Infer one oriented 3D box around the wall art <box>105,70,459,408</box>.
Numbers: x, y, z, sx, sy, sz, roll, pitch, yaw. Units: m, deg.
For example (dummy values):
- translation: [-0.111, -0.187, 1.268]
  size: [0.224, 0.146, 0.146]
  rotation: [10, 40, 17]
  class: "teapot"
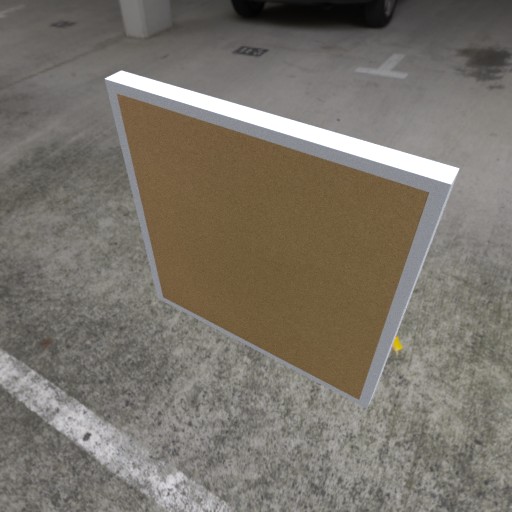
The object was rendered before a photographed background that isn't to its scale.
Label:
- translation: [0.000, 0.000, 0.753]
  size: [0.508, 0.507, 0.035]
  rotation: [23, 49, 22]
  class: "wall art"
